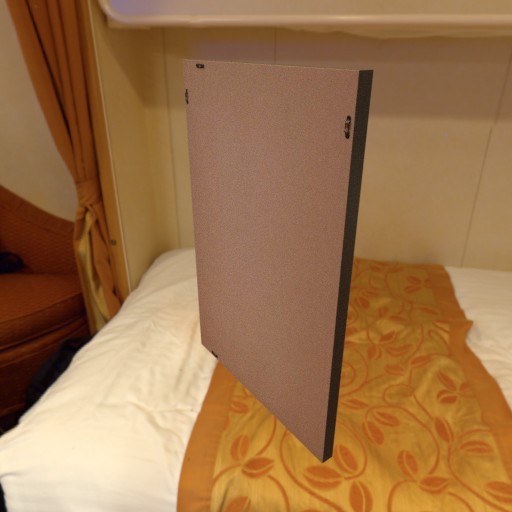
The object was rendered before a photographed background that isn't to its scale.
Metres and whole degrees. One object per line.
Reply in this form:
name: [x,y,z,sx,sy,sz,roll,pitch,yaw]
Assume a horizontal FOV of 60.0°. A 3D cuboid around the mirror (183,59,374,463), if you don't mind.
mirror: [0.000,0.000,1.146,0.040,0.915,0.609,-18,31,-32]
